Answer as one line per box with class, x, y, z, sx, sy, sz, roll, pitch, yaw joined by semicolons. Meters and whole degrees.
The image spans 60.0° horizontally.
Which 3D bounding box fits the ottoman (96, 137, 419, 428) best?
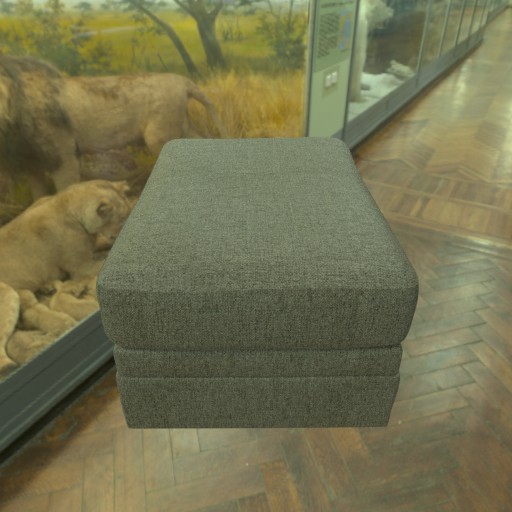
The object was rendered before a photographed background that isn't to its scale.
ottoman;0.000;0.000;1.273;0.637;0.478;0.885;0;33;0
